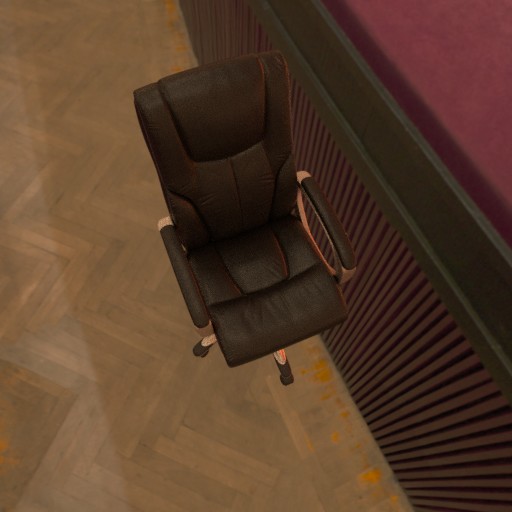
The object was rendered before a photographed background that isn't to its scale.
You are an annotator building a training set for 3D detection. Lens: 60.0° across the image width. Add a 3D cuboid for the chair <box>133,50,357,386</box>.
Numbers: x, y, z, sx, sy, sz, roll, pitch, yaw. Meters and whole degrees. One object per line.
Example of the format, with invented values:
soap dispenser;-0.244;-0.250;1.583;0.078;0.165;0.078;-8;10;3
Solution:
chair;0.000;0.000;1.649;0.700;1.145;0.780;-20;65;-10
